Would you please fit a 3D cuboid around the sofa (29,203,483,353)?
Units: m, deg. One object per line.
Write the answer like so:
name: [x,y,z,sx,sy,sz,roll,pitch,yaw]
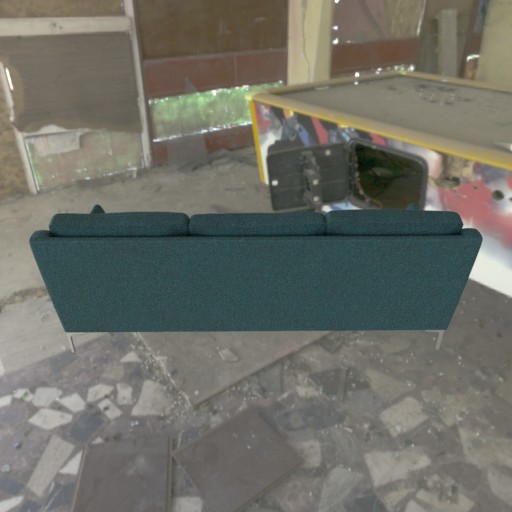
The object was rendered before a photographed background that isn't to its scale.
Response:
sofa: [0.000,0.000,2.500,2.060,0.837,0.849,0,30,-1]
